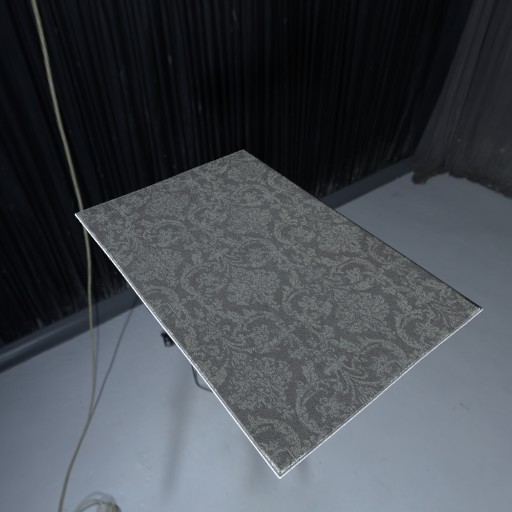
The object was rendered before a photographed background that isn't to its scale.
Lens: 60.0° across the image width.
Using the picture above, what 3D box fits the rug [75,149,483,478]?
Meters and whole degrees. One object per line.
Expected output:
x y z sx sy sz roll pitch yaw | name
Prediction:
0.000 0.000 3.423 1.819 0.018 2.746 -28 49 -27 | rug
